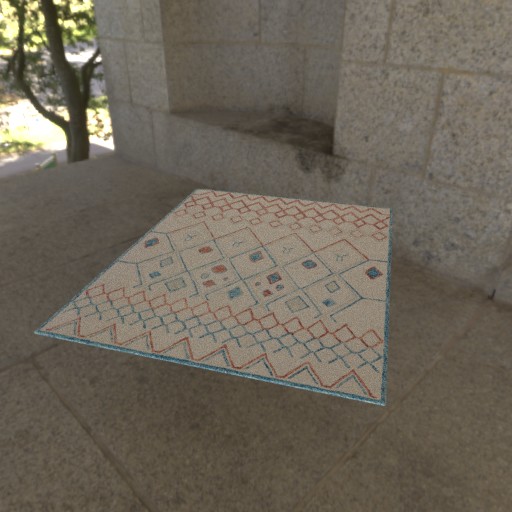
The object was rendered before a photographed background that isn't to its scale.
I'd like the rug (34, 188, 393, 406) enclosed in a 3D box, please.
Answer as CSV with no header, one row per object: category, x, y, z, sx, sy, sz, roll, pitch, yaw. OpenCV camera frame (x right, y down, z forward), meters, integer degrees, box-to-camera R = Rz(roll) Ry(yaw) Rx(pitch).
rug,0.000,0.000,4.158,2.441,0.016,3.050,8,30,14
